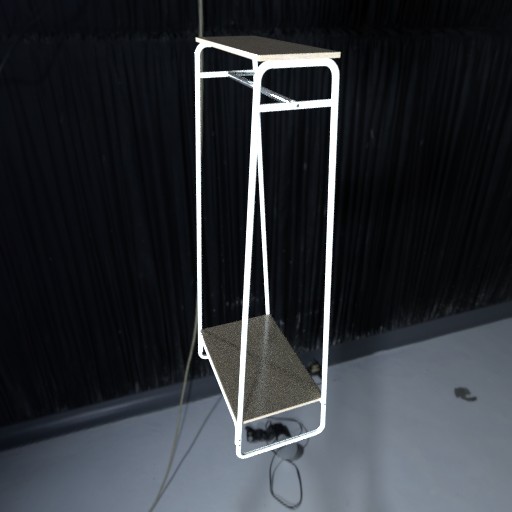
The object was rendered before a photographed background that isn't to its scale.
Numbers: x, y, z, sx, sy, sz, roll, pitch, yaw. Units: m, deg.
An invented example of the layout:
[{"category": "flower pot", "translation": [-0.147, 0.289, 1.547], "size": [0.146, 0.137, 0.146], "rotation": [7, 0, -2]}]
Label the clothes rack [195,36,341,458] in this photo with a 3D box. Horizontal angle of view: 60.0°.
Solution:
[{"category": "clothes rack", "translation": [0.000, 0.000, 1.743], "size": [0.400, 1.512, 0.640], "rotation": [-11, 32, -18]}]
